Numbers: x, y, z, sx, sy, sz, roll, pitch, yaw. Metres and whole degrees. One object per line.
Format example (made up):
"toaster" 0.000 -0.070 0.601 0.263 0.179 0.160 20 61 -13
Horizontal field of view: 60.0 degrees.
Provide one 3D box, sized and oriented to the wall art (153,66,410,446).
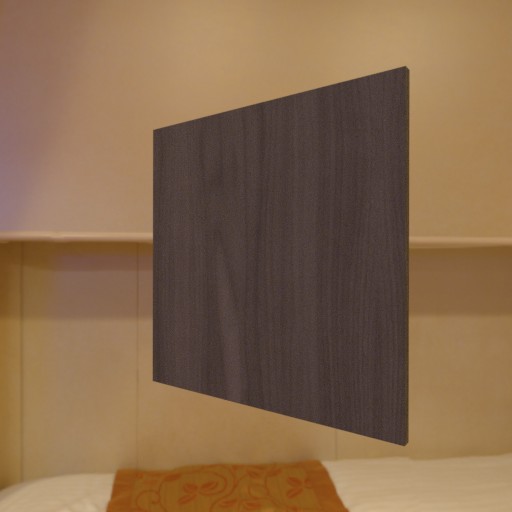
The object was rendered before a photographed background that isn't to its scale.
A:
"wall art" 0.000 0.000 0.749 0.508 0.507 0.016 0 0 37
